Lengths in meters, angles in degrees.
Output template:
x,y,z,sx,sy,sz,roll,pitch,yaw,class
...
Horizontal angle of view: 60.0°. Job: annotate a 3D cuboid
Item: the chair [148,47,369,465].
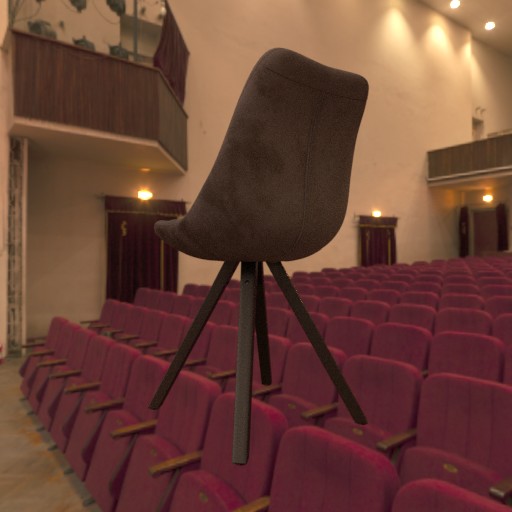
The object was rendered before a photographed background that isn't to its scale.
x,y,z,sx,sy,sz,roll,pitch,yaw,class
0.000,0.000,1.181,0.476,0.850,0.550,0,0,-36,chair
